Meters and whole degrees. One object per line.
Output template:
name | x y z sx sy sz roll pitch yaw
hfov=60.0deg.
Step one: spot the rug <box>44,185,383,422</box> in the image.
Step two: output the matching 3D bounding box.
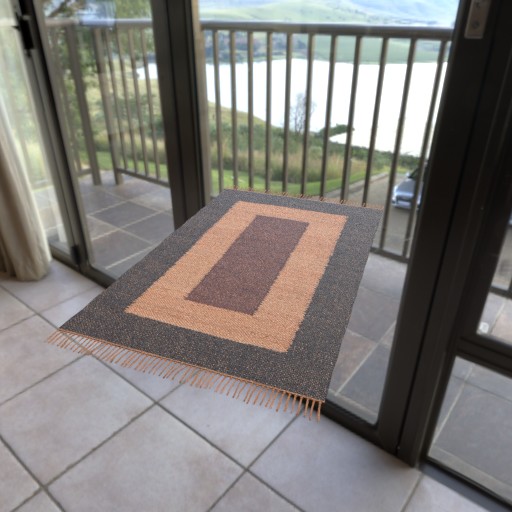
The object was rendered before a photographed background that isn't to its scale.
rug | 0.000 0.000 1.916 0.920 0.013 1.541 10 31 18
